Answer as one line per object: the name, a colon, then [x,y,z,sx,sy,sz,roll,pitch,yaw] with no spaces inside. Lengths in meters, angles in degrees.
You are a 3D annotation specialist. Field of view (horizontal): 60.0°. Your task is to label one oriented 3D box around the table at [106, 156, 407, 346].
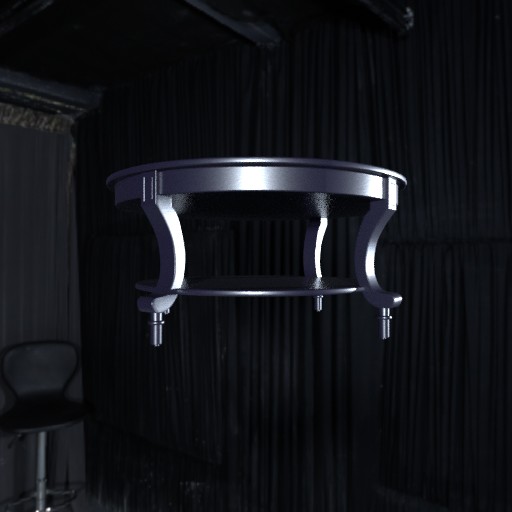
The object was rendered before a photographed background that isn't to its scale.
table: [0.000,0.000,1.597,1.029,0.491,1.029,0,0,0]
